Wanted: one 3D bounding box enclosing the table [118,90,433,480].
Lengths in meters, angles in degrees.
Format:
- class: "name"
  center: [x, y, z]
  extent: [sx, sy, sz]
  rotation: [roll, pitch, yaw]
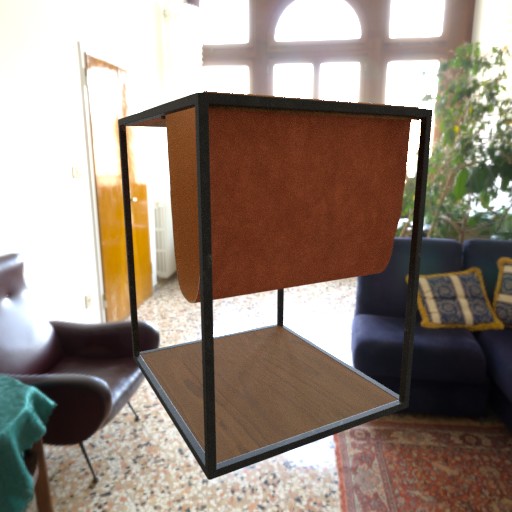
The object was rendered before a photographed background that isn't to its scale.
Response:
- class: "table"
  center: [0.000, 0.000, 0.864]
  extent: [0.399, 0.536, 0.450]
  rotation: [-7, 14, -28]
